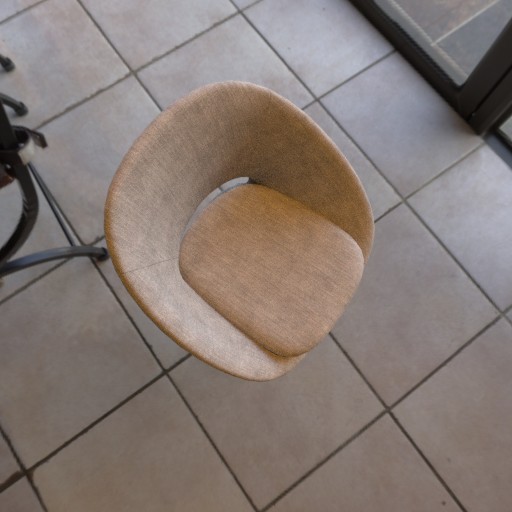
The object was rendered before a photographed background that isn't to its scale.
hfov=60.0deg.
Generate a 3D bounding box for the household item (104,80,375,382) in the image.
[{"bbox_3d":[0.000,0.000,1.290,0.587,0.869,0.643,35,78,8],"label":"household item"}]
